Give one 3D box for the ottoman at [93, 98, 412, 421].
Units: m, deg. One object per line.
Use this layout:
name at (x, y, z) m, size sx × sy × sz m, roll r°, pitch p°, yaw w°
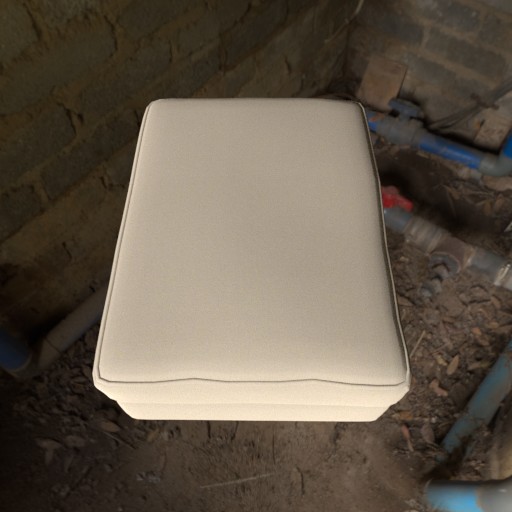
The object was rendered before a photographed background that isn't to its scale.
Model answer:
ottoman at (0.000, 0.000, 1.195) m, size 0.634 × 0.485 × 0.818 m, roll 0°, pitch 59°, yaw 0°
